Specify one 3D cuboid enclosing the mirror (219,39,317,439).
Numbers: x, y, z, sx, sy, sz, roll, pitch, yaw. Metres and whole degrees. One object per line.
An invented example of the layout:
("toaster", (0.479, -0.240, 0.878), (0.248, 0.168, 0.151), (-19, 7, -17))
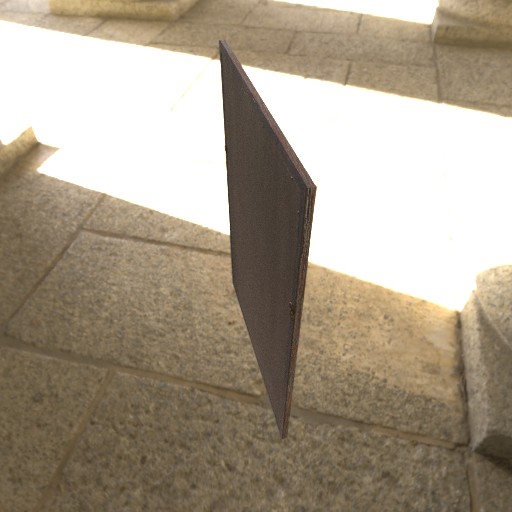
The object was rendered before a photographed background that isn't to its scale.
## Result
("mirror", (0.000, 0.000, 1.325), (0.025, 0.996, 0.705), (-11, 46, -11))
